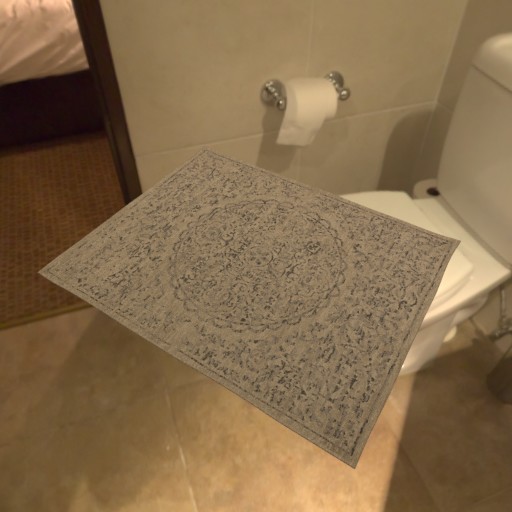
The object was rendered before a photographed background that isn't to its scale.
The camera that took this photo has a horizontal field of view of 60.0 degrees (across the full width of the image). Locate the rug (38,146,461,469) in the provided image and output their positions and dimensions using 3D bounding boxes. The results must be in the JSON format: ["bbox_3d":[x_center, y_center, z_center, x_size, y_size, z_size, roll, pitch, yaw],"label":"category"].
[{"bbox_3d":[0.000,0.000,3.895,2.925,0.026,2.343,25,51,22],"label":"rug"}]
